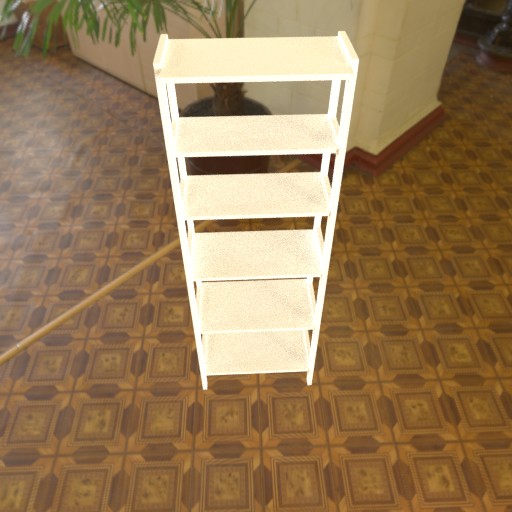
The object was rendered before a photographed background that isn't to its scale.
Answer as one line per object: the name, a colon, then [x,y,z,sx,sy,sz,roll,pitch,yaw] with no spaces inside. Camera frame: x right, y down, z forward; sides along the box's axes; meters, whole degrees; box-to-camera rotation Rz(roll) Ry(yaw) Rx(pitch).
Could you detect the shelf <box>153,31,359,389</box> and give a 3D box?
shelf: [0.000,0.000,2.122,0.660,1.892,0.381,-2,46,-2]
